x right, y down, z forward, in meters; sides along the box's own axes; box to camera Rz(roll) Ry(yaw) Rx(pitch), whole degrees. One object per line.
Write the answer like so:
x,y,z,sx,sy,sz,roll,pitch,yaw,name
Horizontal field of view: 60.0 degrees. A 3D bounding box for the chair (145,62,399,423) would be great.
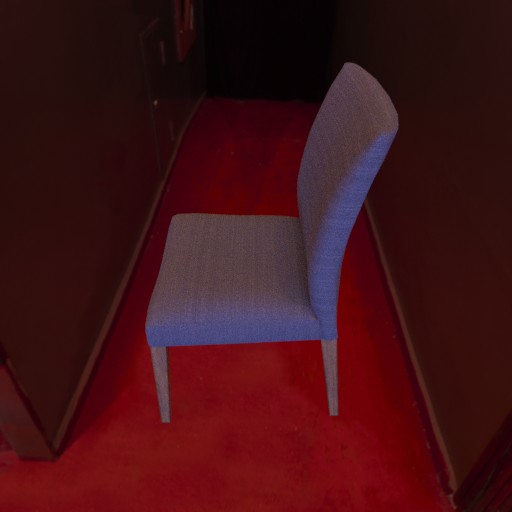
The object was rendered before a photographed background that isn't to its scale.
0.000,0.000,1.267,0.585,0.940,0.496,0,40,0,chair
